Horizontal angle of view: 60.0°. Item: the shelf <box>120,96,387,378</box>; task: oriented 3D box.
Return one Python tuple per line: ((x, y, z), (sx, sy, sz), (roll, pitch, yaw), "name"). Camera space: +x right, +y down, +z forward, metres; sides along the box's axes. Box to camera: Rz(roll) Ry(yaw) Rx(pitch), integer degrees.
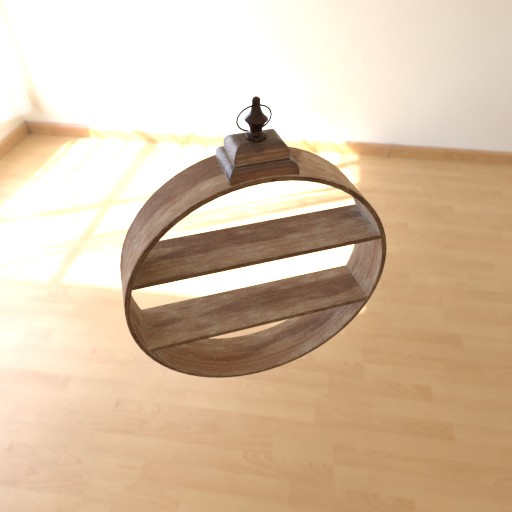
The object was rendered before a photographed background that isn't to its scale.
((0.000, 0.000, 0.995), (0.601, 0.725, 0.125), (-12, 43, -13), "shelf")
